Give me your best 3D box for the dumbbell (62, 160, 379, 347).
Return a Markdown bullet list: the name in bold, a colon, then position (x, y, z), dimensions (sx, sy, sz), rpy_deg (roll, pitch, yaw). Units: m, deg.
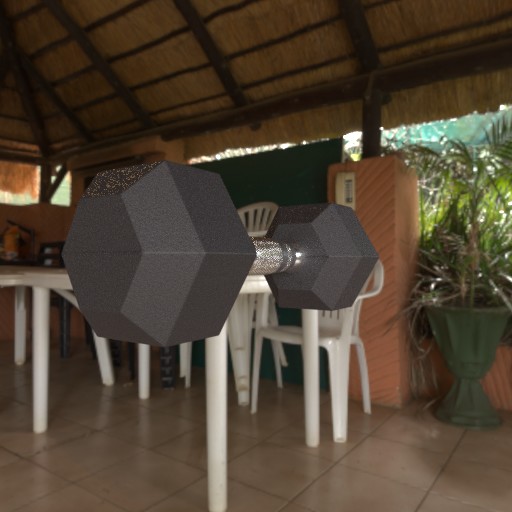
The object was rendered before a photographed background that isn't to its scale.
- **dumbbell**: position (0.000, 0.000, 0.360), dimensions (0.116, 0.101, 0.297), rpy_deg (0, -1, 35)
